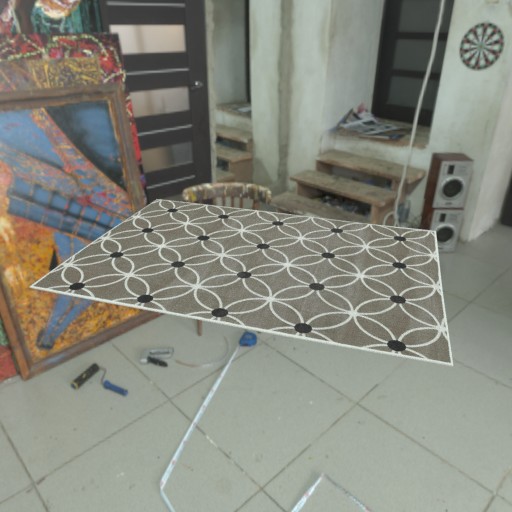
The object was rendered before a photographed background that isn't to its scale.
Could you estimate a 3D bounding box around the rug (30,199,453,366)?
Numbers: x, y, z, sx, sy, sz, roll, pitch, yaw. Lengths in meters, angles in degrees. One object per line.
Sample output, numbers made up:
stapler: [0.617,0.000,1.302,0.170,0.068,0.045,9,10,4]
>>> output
rug: [0.000,0.000,2.894,2.284,0.008,1.522,8,29,15]
